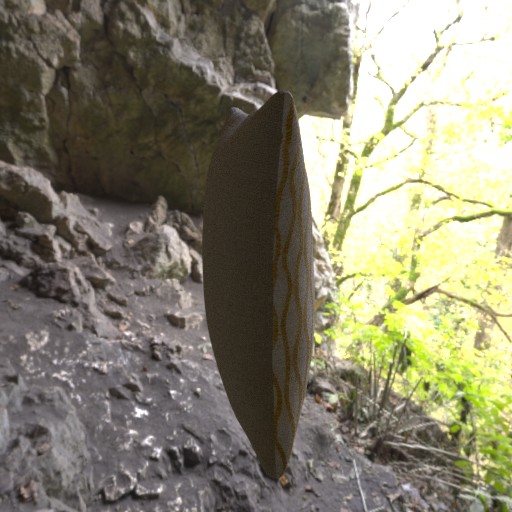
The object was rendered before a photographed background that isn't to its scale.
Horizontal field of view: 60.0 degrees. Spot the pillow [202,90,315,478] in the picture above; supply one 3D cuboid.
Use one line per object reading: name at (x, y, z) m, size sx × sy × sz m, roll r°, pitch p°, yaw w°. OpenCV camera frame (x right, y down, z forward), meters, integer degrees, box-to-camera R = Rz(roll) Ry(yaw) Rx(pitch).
pillow at (0.000, 0.000, 0.658) m, size 0.159 × 0.436 × 0.429 m, roll -3°, pitch 16°, yaw -9°
